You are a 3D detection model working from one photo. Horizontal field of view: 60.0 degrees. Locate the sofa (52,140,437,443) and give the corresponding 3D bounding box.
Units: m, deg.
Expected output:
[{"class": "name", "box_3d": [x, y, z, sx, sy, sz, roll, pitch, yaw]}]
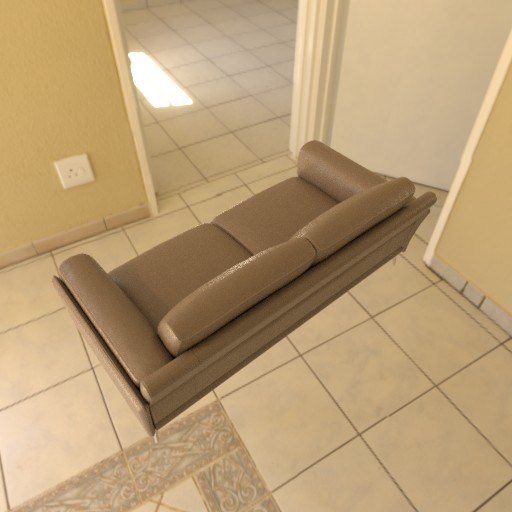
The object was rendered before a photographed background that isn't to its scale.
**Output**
[{"class": "sofa", "box_3d": [0.000, 0.000, 2.704, 2.101, 0.930, 1.049, -31, 54, -26]}]
